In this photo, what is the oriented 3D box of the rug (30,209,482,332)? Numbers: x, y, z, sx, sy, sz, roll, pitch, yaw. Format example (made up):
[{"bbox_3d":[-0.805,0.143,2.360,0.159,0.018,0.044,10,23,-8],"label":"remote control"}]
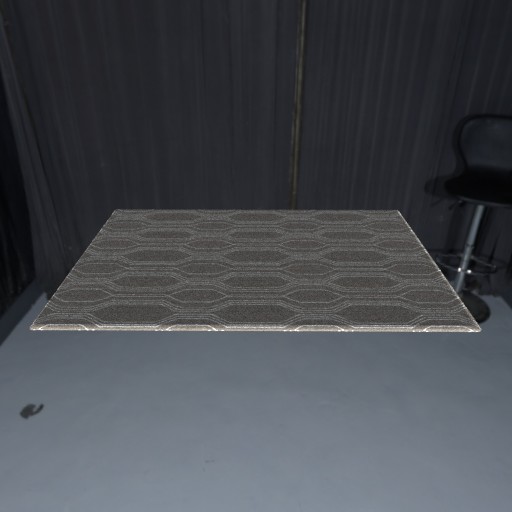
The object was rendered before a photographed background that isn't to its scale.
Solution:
[{"bbox_3d":[0.000,0.000,2.336,1.836,0.012,1.239,0,29,0],"label":"rug"}]
